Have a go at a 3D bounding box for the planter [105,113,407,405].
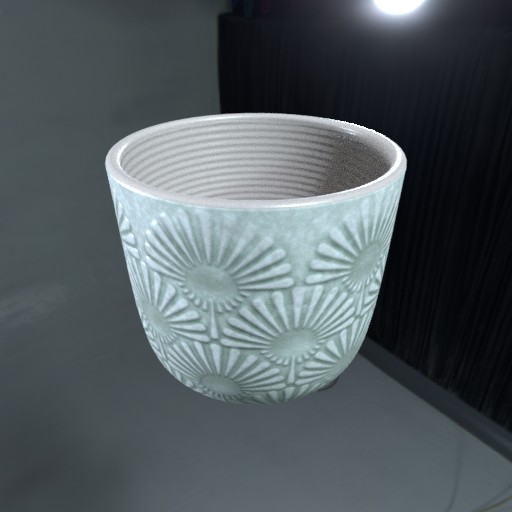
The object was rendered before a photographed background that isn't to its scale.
[{"bbox_3d":[0.000,0.000,0.217,0.124,0.109,0.124,0,31,0],"label":"planter"}]
